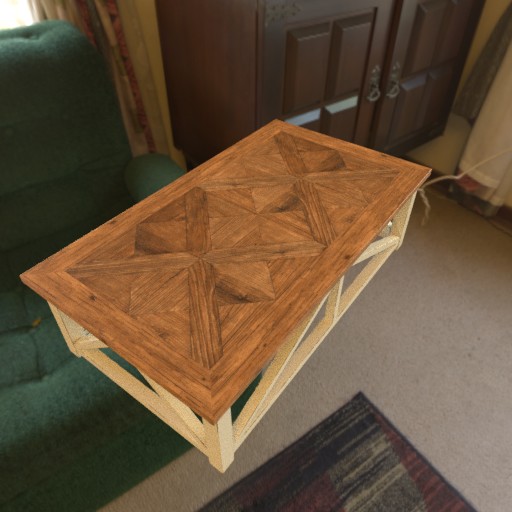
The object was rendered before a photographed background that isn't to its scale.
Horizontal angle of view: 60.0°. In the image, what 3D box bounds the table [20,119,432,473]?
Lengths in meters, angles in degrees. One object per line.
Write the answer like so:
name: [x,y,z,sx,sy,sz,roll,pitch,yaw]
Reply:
table: [0.000,0.000,1.760,0.800,0.410,1.400,27,48,27]
